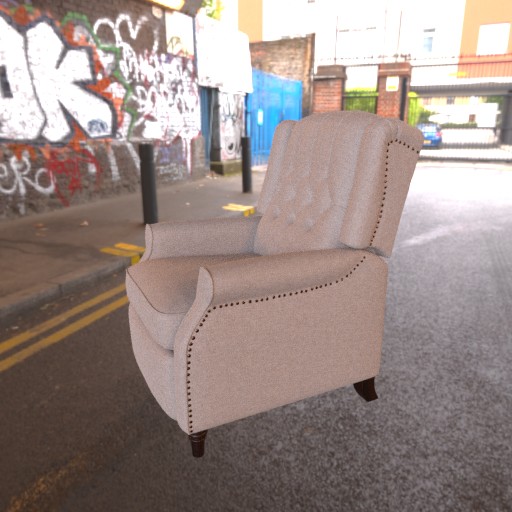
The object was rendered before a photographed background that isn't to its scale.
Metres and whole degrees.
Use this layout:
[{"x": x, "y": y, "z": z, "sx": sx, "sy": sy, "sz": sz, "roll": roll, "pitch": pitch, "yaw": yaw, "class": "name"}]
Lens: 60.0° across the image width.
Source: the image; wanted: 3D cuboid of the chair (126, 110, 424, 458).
[{"x": 0.000, "y": 0.000, "z": 1.642, "sx": 0.902, "sy": 1.035, "sz": 0.742, "roll": -8, "pitch": 18, "yaw": -26, "class": "chair"}]
